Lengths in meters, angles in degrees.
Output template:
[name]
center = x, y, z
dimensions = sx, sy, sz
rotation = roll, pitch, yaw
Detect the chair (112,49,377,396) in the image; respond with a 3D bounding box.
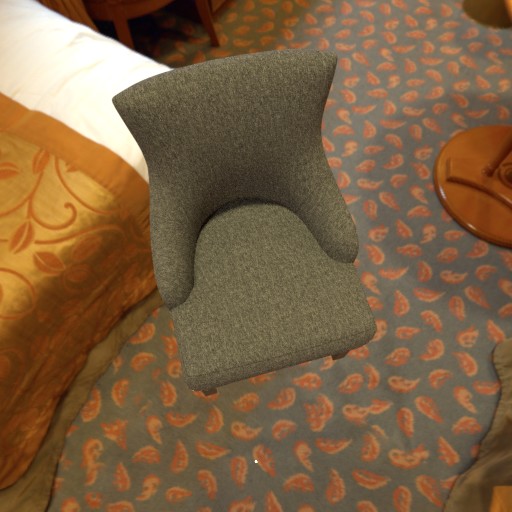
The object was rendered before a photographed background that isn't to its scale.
[chair]
center = 0.000, 0.000, 1.279
dimensions = 0.566, 0.909, 0.629
rotation = -14, 66, -6
